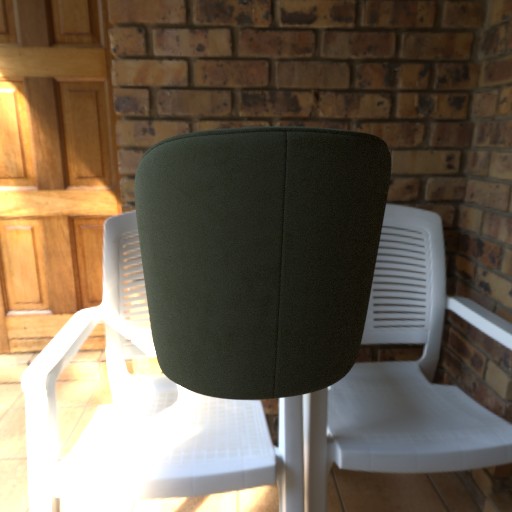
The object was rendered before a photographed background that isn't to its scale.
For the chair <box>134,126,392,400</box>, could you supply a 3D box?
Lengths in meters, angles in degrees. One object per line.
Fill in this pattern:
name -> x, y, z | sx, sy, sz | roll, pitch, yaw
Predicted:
chair -> 0.000, 0.000, 1.467 | 0.747, 0.799, 0.875 | -2, 15, -9
